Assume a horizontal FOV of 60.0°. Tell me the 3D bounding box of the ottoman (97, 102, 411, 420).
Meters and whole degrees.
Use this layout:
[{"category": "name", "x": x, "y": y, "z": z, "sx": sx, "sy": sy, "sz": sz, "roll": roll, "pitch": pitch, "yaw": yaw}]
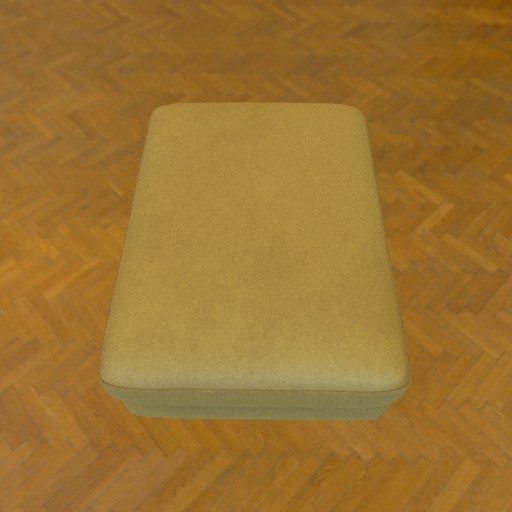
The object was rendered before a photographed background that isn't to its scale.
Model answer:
[{"category": "ottoman", "x": 0.000, "y": 0.000, "z": 1.152, "sx": 0.608, "sy": 0.449, "sz": 0.811, "roll": 1, "pitch": 58, "yaw": 0}]
